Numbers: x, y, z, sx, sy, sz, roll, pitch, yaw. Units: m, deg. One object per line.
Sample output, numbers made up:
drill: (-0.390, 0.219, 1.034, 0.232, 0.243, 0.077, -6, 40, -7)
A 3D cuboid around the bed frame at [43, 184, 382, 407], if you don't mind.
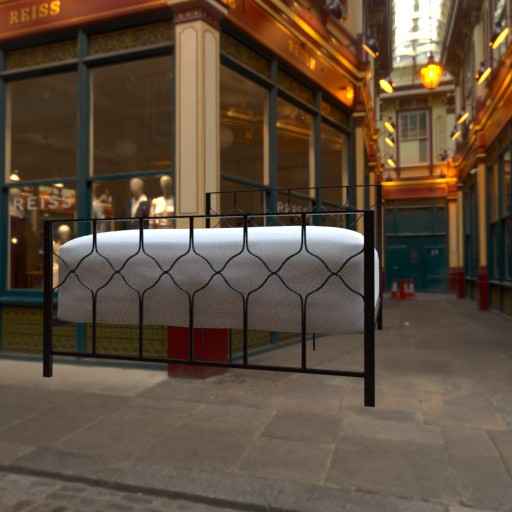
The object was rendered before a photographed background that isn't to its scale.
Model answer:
bed frame: (0.000, 0.000, 2.972, 1.597, 1.222, 2.063, 0, -1, 17)
